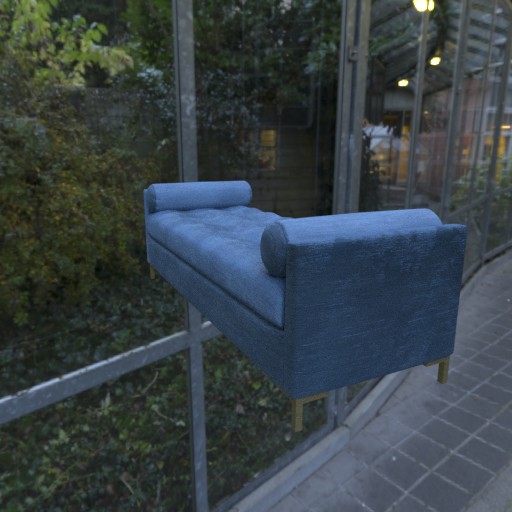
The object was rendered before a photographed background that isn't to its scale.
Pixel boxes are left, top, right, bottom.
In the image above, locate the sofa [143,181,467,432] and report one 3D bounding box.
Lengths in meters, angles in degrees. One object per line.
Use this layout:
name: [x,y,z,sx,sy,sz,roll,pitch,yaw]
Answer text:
sofa: [0.000,0.000,2.480,0.796,0.705,2.102,-7,15,-26]
